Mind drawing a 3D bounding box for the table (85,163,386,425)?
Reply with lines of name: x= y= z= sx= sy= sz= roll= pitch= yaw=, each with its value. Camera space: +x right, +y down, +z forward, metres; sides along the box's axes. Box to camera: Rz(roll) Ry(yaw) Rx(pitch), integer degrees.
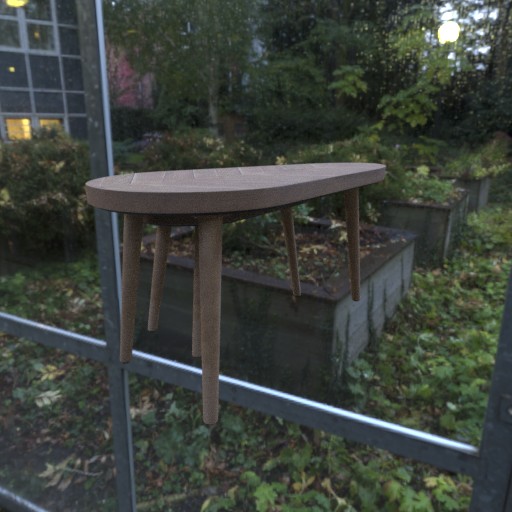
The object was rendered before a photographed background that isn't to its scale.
table: x=0.000 y=0.000 z=1.569 sx=1.190 sy=0.595 sz=0.701 roll=-15 pitch=22 yaw=-42
